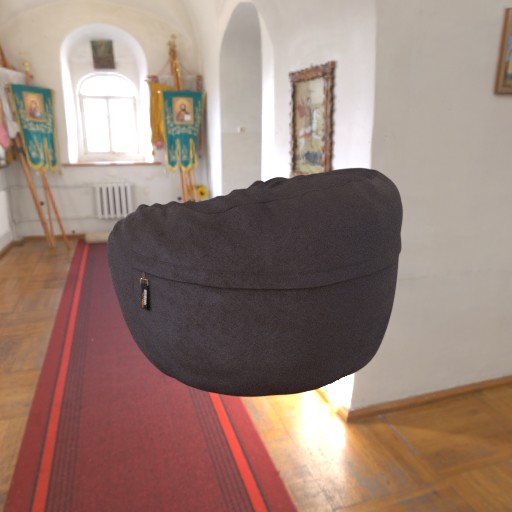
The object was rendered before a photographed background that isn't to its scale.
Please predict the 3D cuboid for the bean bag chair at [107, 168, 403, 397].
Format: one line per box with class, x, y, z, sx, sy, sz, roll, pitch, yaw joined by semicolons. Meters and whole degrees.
bean bag chair;0.000;0.000;2.010;1.245;0.821;1.245;0;16;0
